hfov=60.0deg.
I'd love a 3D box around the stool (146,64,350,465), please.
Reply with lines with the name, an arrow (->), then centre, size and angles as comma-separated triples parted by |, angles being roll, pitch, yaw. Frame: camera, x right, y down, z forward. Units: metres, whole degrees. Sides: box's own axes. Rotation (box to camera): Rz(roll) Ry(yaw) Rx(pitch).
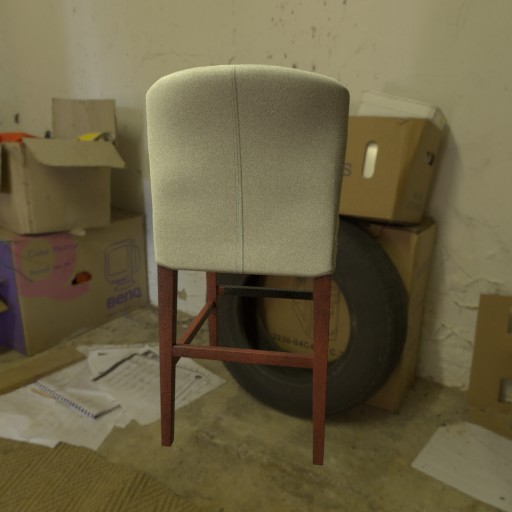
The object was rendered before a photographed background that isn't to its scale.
stool -> 0.000, 0.000, 1.294 | 0.479, 0.968, 0.568 | 3, 16, 9
